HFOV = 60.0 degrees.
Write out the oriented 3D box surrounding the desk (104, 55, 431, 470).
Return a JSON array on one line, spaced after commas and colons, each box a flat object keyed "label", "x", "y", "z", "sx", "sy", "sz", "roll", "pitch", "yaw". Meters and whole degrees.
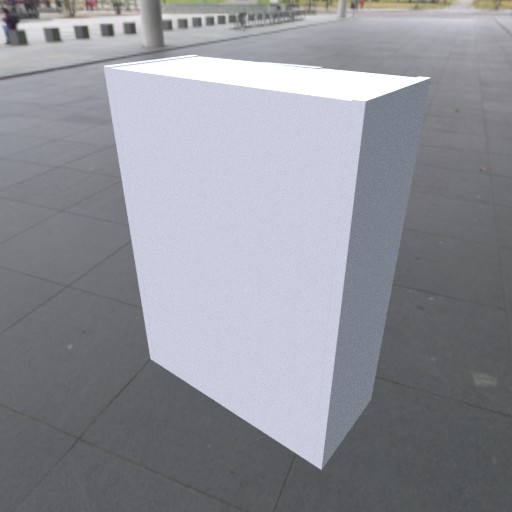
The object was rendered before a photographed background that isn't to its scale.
[{"label": "desk", "x": 0.000, "y": 0.000, "z": 1.532, "sx": 0.850, "sy": 1.190, "sz": 0.390, "roll": 21, "pitch": 36, "yaw": 32}]
